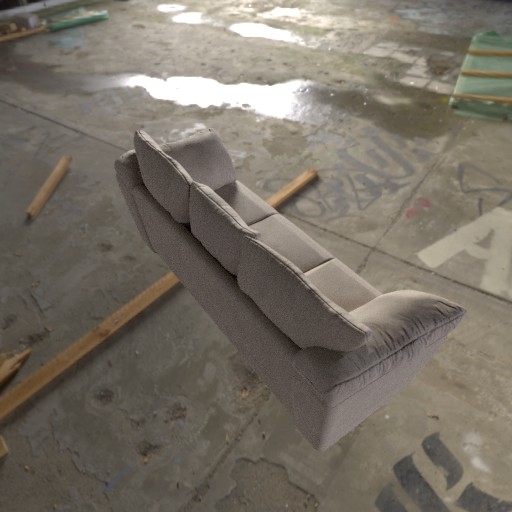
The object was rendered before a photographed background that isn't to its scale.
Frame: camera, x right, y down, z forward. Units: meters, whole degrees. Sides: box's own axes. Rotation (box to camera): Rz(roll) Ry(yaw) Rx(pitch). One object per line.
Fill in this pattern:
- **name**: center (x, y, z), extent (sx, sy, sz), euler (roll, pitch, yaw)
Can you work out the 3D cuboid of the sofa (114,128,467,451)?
- **sofa**: center (0.000, 0.000, 2.805), extent (0.878, 0.996, 2.334), euler (-26, 49, -26)
